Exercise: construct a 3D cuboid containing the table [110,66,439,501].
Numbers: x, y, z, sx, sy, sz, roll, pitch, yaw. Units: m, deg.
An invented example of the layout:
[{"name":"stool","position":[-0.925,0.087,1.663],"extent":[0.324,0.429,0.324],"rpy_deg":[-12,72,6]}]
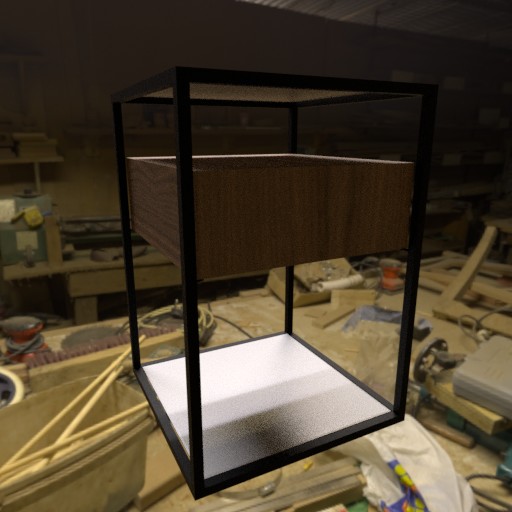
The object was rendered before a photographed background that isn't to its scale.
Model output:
[{"name":"table","position":[0.000,0.000,0.767],"extent":[0.378,0.540,0.378],"rpy_deg":[-8,17,-26]}]
